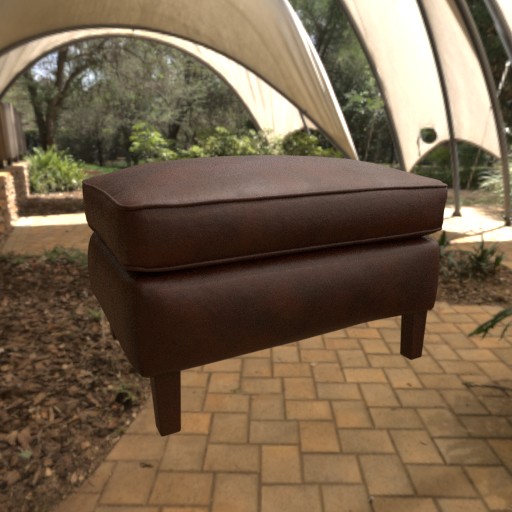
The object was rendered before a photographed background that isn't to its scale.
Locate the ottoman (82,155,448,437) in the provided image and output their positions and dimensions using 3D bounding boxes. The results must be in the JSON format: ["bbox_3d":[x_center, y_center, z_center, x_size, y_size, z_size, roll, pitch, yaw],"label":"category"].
[{"bbox_3d":[0.000,0.000,0.979,0.665,0.432,0.501,-8,17,-27],"label":"ottoman"}]
